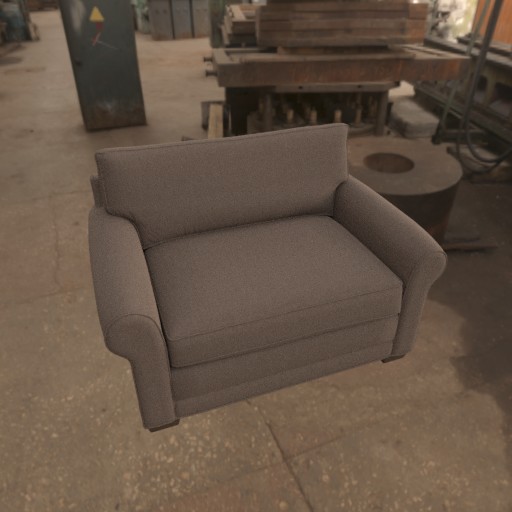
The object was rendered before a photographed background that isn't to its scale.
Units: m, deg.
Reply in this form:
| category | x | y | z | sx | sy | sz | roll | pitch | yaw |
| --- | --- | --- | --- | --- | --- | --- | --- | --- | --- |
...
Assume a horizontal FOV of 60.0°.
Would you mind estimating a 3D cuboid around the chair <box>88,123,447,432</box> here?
| category | x | y | z | sx | sy | sz | roll | pitch | yaw |
| --- | --- | --- | --- | --- | --- | --- | --- | --- | --- |
| chair | 0.000 | 0.000 | 2.009 | 1.390 | 0.930 | 0.930 | -11 | 34 | -17 |
